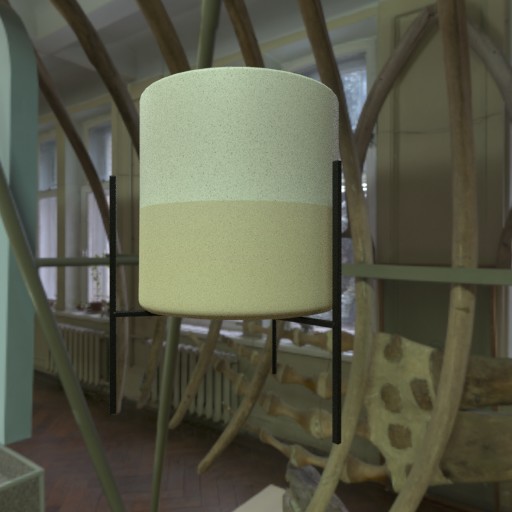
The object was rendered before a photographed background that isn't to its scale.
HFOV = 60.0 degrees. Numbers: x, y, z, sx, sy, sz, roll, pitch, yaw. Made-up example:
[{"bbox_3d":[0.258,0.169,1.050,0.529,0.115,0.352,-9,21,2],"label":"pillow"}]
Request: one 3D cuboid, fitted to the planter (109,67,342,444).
[{"bbox_3d":[0.000,0.000,0.540,0.267,0.362,0.263,0,0,37],"label":"planter"}]
